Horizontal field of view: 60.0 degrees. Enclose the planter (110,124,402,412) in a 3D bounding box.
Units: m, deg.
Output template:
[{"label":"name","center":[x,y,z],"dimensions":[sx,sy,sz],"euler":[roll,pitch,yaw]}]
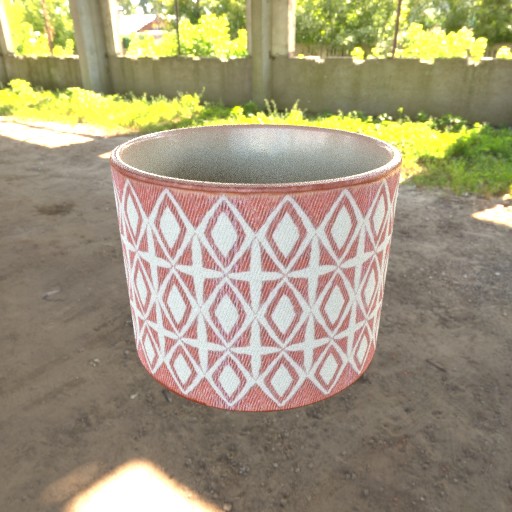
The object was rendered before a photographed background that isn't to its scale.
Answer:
[{"label":"planter","center":[0.000,0.000,0.481],"dimensions":[0.273,0.237,0.273],"euler":[0,25,0]}]
